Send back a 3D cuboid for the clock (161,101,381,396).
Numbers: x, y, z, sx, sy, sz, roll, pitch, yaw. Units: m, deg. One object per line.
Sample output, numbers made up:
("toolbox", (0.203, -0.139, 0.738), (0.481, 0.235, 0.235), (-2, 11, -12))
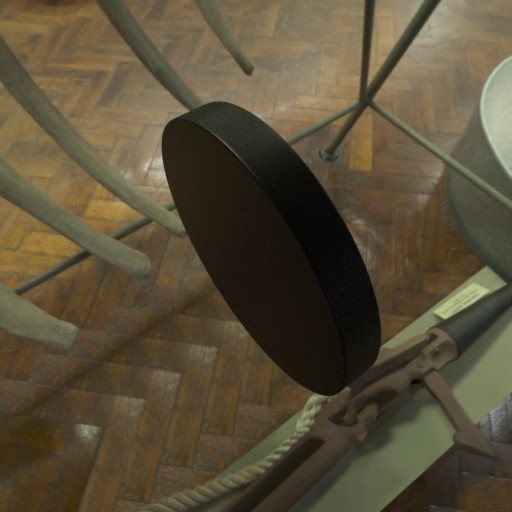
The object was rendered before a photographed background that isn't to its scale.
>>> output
("clock", (0.000, 0.000, 0.464), (0.040, 0.314, 0.314), (-31, 62, -19))
